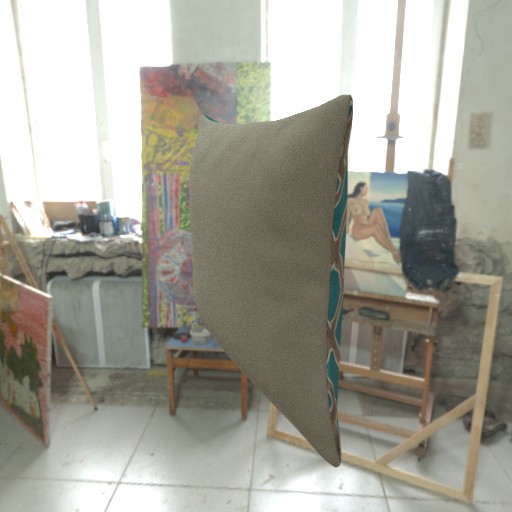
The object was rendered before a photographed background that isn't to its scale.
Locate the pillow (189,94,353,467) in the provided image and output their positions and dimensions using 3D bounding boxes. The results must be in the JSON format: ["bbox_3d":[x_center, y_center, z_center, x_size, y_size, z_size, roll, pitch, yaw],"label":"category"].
[{"bbox_3d":[0.000,0.000,0.796,0.166,0.507,0.526,-7,16,-25],"label":"pillow"}]
